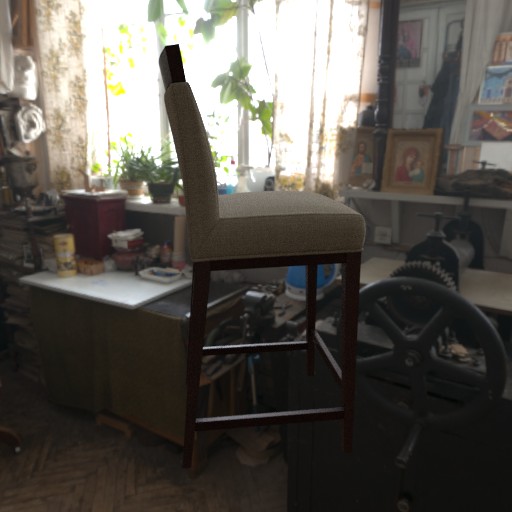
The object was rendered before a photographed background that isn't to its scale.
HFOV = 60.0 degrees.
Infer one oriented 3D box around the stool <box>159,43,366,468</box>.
[{"bbox_3d":[0.000,0.000,1.255,0.480,1.011,0.463,-2,15,-7],"label":"stool"}]
